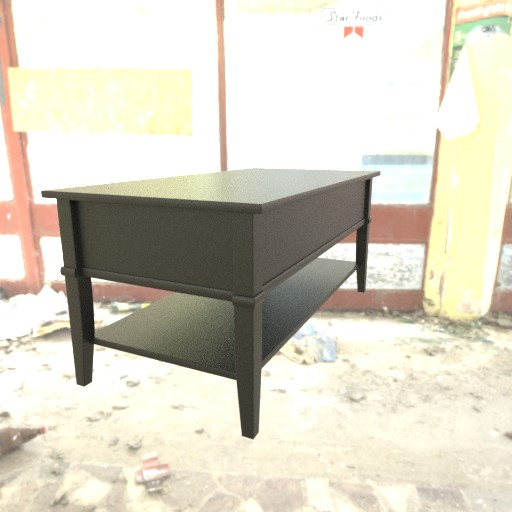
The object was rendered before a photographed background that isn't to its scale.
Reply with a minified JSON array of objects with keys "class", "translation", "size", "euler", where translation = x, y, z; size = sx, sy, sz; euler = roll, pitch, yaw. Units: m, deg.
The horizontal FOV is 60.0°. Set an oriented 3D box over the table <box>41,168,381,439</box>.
[{"class":"table","translation":[0.000,0.000,1.353],"size":[0.523,0.470,1.044],"euler":[7,16,25]}]
